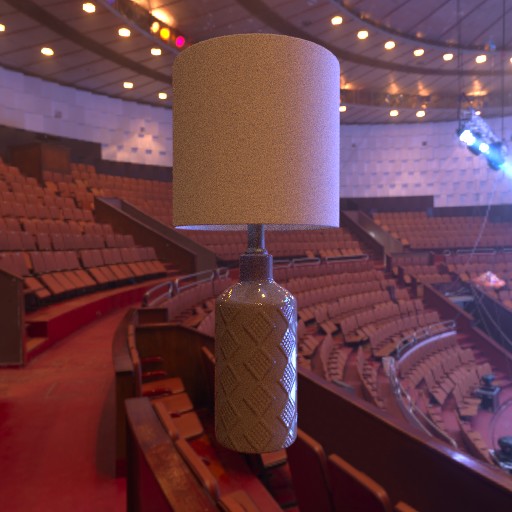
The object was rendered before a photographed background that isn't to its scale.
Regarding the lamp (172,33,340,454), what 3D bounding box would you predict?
[{"bbox_3d":[0.000,0.000,0.562,0.207,0.461,0.207,-1,2,-35],"label":"lamp"}]
